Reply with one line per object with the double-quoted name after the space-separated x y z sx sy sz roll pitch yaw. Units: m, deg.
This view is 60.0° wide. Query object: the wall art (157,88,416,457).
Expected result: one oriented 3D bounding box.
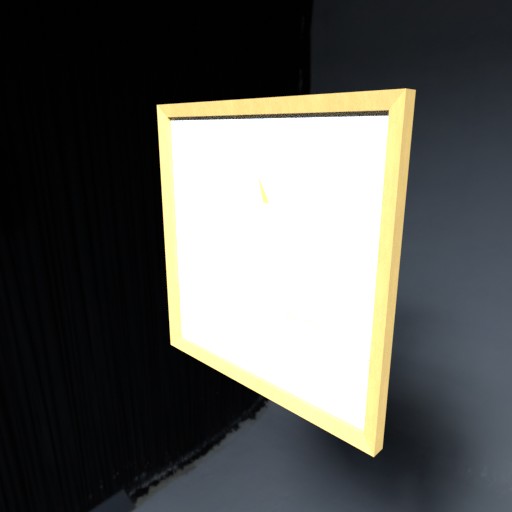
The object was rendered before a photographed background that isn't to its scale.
0.000 0.000 2.898 1.935 1.936 0.097 15 22 42 "wall art"
